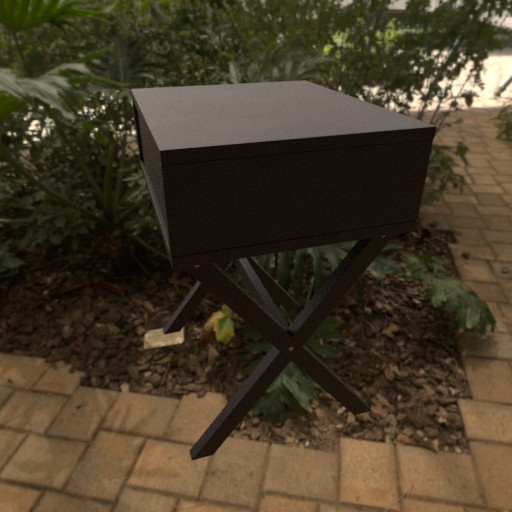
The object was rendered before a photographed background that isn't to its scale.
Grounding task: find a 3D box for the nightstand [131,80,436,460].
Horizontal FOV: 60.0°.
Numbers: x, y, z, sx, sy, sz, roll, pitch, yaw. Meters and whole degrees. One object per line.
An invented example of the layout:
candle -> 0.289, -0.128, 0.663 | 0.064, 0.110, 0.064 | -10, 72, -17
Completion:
nightstand -> 0.000, 0.000, 0.945 | 0.402, 0.623, 0.479 | -9, 31, -16
